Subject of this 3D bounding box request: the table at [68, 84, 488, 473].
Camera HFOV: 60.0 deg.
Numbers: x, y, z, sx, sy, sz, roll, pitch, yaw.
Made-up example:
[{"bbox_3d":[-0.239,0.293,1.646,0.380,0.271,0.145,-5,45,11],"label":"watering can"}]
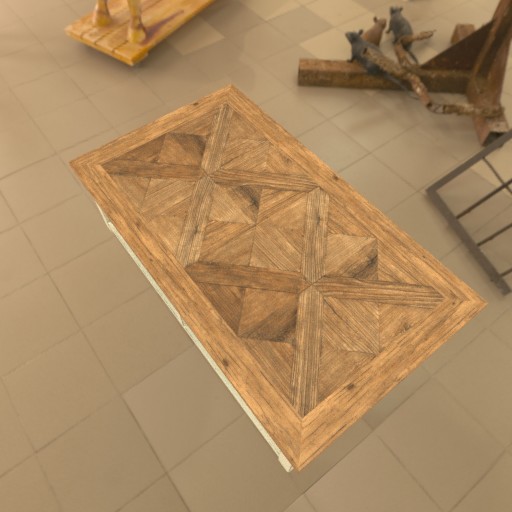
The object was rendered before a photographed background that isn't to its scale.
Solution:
[{"bbox_3d":[0.000,0.000,1.756,0.800,0.410,1.400,-33,63,-19],"label":"table"}]
